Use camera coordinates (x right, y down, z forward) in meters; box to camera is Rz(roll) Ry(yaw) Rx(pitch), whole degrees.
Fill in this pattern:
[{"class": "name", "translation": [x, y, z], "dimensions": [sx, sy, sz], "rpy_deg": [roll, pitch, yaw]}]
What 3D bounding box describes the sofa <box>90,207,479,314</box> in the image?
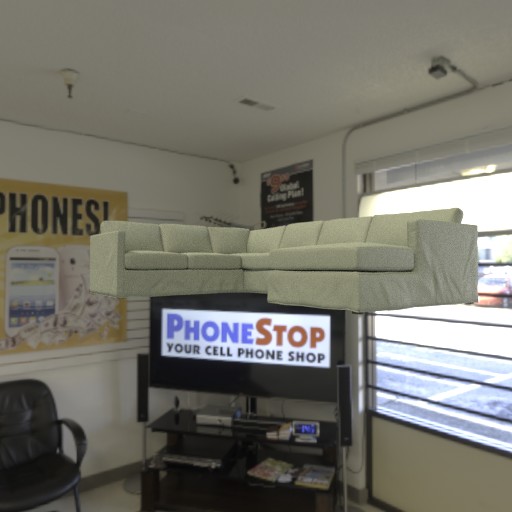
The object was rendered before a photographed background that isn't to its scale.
[{"class": "sofa", "translation": [0.000, 0.000, 4.596], "dimensions": [2.427, 0.882, 3.460], "rpy_deg": [1, -2, -36]}]
